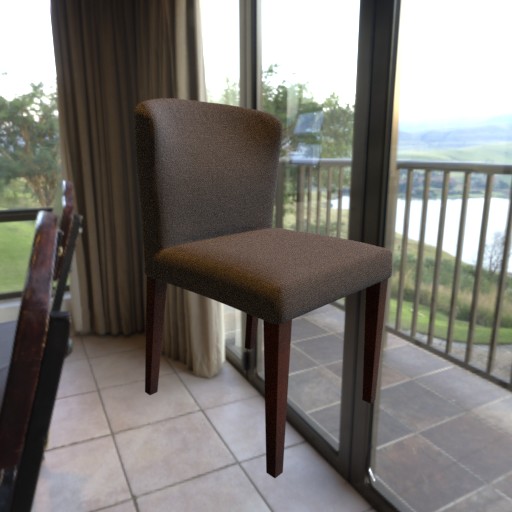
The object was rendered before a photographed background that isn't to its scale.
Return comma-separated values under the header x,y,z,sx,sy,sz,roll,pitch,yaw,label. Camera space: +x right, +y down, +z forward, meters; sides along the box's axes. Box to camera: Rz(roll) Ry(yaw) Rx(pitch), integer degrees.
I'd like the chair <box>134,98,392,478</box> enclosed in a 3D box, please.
x,y,z,sx,sy,sz,roll,pitch,yaw,label
0.000,0.000,1.203,0.589,0.839,0.491,13,19,42,chair
